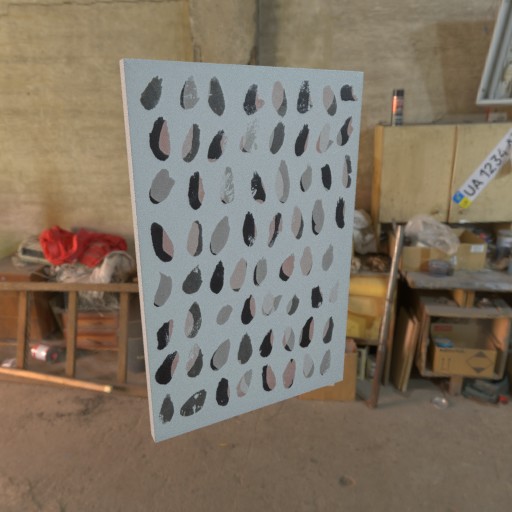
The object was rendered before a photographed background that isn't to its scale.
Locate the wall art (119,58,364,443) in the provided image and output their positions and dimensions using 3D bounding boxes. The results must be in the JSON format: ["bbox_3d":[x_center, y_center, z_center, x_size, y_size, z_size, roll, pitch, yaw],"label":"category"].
[{"bbox_3d":[0.000,0.000,1.160,0.610,0.916,0.037,-9,20,-26],"label":"wall art"}]
